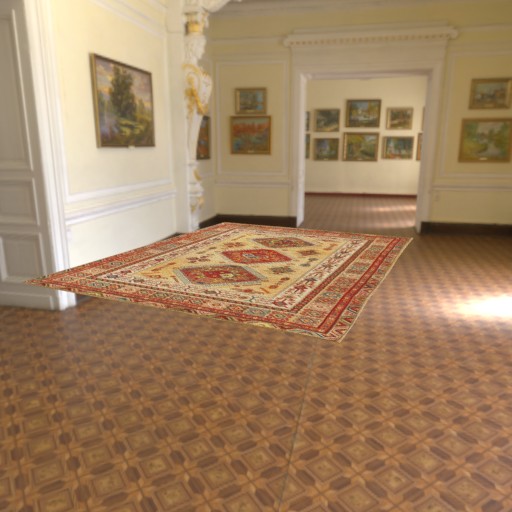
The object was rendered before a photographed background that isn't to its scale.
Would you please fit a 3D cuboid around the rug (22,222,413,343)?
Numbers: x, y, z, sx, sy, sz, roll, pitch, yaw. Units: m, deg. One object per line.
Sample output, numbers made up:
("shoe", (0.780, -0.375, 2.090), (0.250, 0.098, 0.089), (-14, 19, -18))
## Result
("rug", (0.000, 0.000, 4.172), (2.460, 0.005, 3.067), (7, 15, 25))
